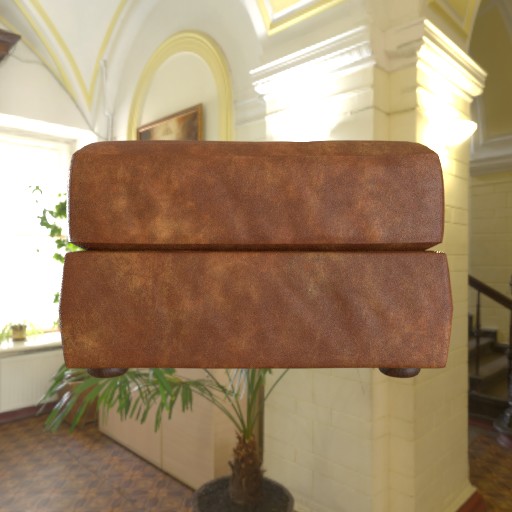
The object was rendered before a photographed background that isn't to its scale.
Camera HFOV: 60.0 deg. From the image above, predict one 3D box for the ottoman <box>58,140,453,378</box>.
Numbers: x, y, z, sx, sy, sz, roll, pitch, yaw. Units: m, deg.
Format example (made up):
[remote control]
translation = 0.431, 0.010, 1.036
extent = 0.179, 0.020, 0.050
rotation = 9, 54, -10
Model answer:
[ottoman]
translation = 0.000, 0.000, 1.104
extent = 0.751, 0.476, 0.603
rotation = 0, 0, 0
